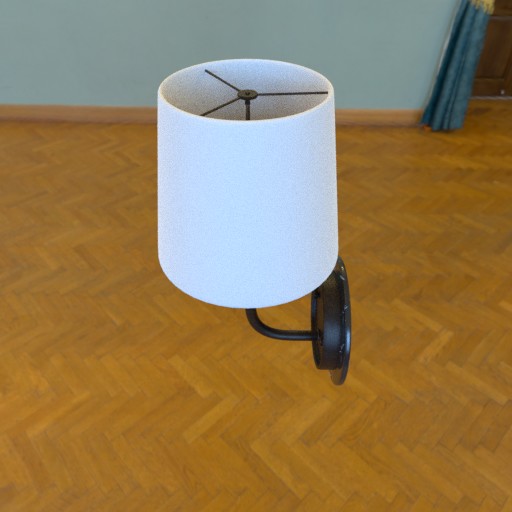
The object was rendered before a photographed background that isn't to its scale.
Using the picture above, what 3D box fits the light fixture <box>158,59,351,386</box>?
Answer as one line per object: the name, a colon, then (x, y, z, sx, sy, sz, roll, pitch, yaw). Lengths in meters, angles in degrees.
light fixture: (0.000, 0.000, 0.441, 0.188, 0.337, 0.168, 0, 41, 0)
